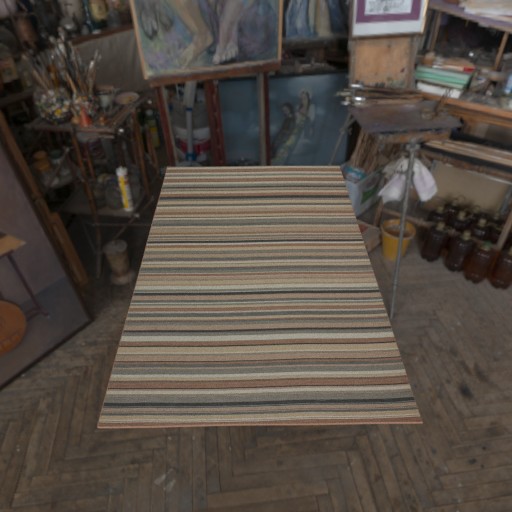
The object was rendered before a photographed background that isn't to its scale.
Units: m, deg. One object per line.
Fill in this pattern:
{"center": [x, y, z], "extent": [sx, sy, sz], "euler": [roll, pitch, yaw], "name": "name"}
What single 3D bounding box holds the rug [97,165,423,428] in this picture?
{"center": [0.000, 0.000, 2.994], "extent": [1.523, 0.014, 2.438], "euler": [-1, 41, -1], "name": "rug"}
